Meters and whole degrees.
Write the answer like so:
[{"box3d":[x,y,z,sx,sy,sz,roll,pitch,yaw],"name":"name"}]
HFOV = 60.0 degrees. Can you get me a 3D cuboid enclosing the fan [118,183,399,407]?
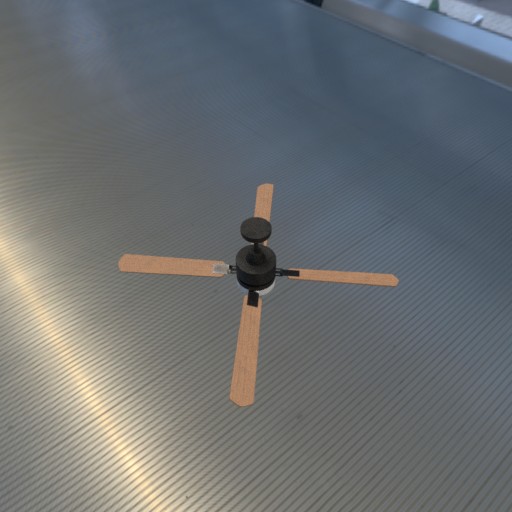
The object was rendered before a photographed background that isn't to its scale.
[{"box3d":[0.000,0.000,2.006,1.320,0.355,1.320,4,47,3],"name":"fan"}]
